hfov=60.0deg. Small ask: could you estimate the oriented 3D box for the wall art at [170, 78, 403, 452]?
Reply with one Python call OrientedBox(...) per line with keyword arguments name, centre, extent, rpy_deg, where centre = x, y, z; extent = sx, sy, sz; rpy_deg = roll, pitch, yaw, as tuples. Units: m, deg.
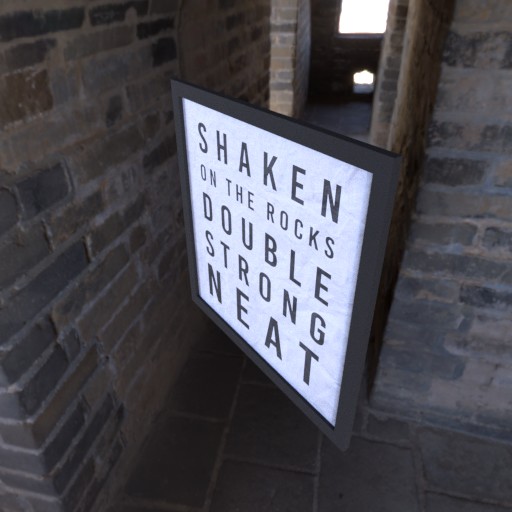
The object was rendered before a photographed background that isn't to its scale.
OrientedBox(name="wall art", centre=(0.000, 0.000, 0.698), extent=(0.013, 0.458, 0.456), rpy_deg=(-22, 38, -30))
